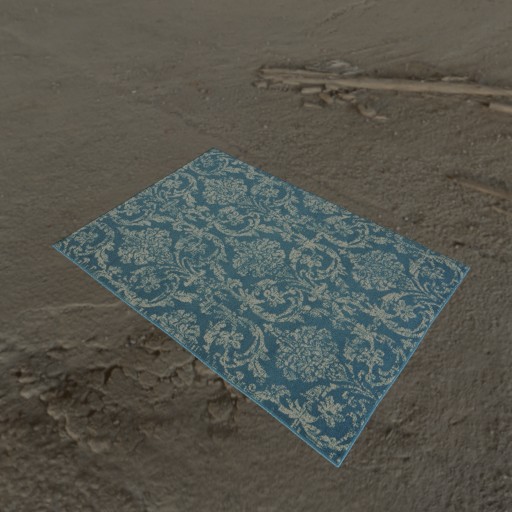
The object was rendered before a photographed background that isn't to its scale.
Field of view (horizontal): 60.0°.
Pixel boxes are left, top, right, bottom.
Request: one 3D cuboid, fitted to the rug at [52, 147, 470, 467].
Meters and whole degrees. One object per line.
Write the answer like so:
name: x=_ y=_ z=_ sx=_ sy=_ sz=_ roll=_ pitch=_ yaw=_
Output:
rug: x=0.000 y=0.000 z=2.850 sx=2.205 sy=0.012 sz=1.554 roll=30 pitch=53 yaw=26
